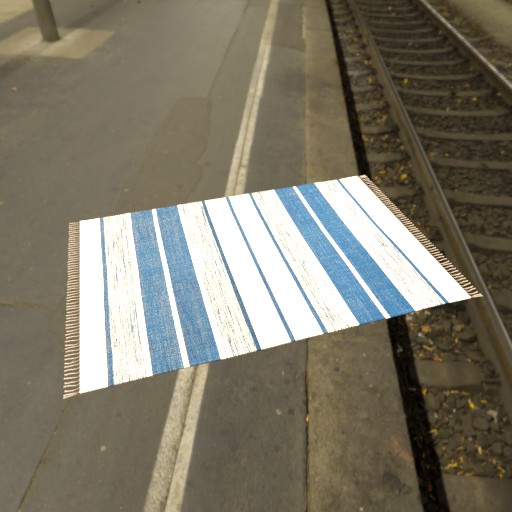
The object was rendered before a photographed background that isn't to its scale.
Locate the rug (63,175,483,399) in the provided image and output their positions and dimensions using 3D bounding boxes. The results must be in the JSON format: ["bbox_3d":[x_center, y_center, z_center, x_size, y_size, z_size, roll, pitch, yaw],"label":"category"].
[{"bbox_3d":[0.000,0.000,3.004,2.441,0.010,1.532,-11,41,-13],"label":"rug"}]
